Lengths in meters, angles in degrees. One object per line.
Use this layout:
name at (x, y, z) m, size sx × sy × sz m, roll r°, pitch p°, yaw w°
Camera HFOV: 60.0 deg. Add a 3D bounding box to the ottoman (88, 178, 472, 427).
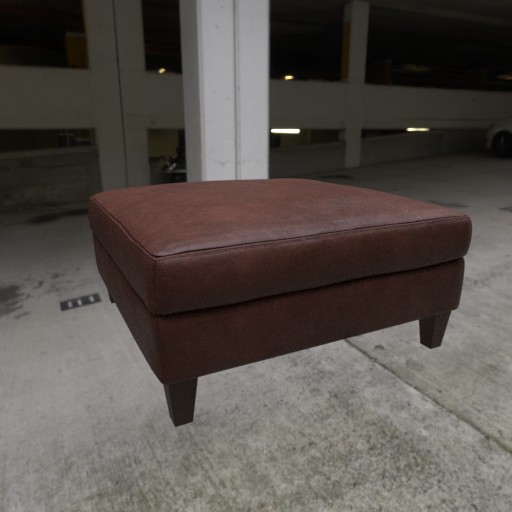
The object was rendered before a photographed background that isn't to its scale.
ottoman at (0.000, 0.000, 1.310) m, size 0.836 × 0.415 × 0.844 m, roll -8°, pitch 18°, yaw -26°
